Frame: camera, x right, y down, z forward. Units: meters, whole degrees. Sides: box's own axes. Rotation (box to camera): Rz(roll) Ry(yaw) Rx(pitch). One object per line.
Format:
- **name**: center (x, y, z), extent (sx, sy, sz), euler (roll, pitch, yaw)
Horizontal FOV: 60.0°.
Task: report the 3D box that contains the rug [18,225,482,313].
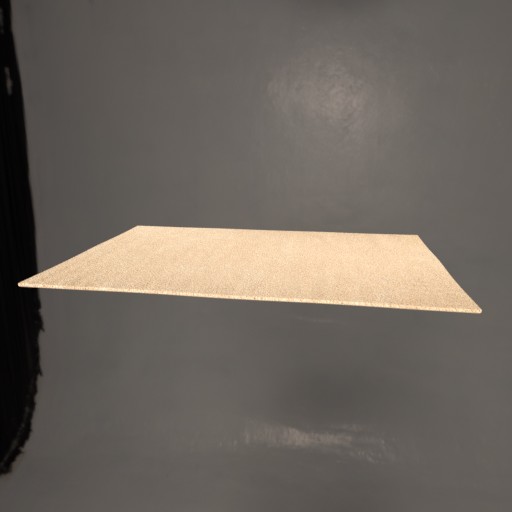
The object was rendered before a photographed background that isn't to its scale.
- **rug**: center (0.000, 0.000, 3.399), extent (2.699, 0.025, 1.800), euler (2, 16, 9)
